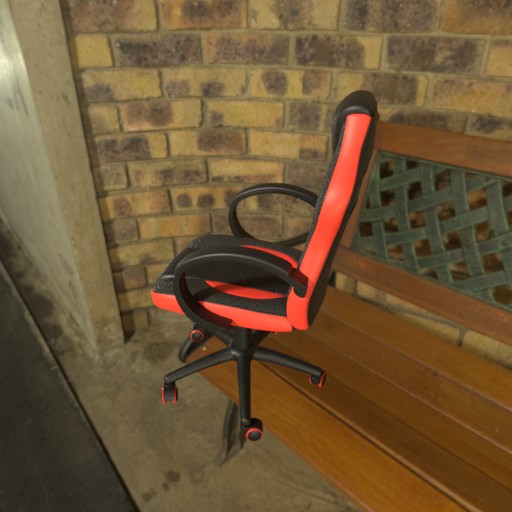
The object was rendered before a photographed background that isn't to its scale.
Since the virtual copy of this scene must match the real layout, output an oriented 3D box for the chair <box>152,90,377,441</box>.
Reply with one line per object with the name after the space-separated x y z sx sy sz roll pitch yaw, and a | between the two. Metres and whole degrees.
0.000 0.000 1.419 0.642 1.016 0.600 7 30 13 | chair
